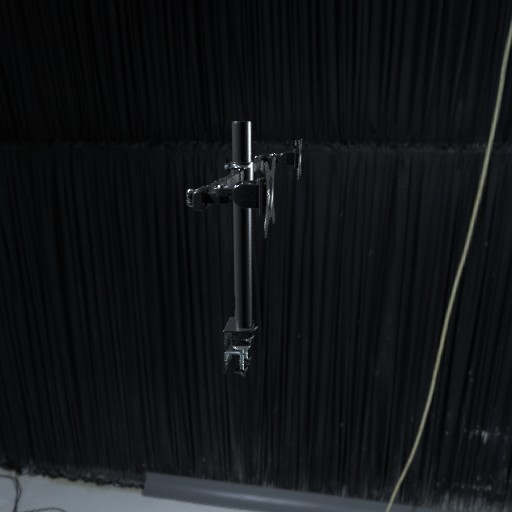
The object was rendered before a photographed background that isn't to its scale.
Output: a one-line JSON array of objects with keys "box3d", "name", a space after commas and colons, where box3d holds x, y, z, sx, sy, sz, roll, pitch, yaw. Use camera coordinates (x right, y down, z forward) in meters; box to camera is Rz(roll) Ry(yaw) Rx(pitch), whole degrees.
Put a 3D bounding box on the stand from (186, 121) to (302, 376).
[{"box3d": [0.000, 0.000, 1.039, 0.150, 0.603, 0.743, 3, 18, 9], "name": "stand"}]
